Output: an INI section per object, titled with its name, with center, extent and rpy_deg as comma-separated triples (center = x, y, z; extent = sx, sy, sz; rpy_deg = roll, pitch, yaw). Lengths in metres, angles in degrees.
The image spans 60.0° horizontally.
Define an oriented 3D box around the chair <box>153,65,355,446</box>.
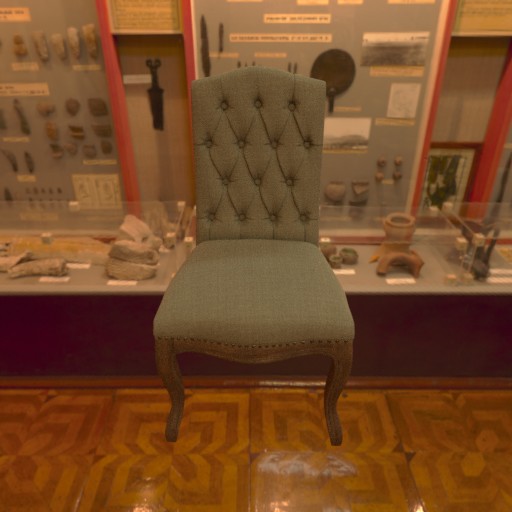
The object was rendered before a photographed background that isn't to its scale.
[chair]
center = 0.000, 0.000, 1.595
extent = 0.637, 1.191, 0.731
rpy_deg = 1, 30, 1
